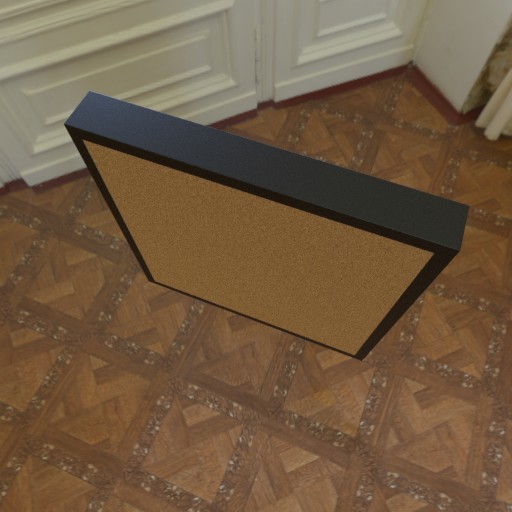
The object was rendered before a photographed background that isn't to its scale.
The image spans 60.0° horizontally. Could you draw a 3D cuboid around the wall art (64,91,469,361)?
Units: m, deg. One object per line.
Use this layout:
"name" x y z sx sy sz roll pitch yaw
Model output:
"wall art" 0.000 0.000 0.460 0.304 0.304 0.038 19 65 9
